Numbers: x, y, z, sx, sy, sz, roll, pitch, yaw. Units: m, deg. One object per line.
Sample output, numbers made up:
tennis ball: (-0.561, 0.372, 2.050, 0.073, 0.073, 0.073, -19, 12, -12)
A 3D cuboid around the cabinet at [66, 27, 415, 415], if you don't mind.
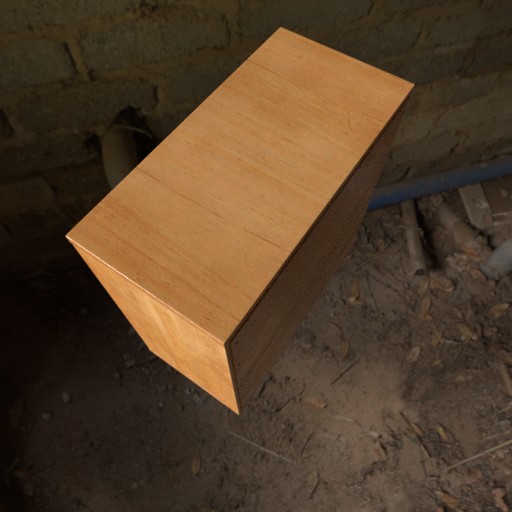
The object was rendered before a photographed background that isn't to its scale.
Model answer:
cabinet: (0.000, 0.000, 1.437, 0.419, 1.001, 0.800, 31, 66, 15)
